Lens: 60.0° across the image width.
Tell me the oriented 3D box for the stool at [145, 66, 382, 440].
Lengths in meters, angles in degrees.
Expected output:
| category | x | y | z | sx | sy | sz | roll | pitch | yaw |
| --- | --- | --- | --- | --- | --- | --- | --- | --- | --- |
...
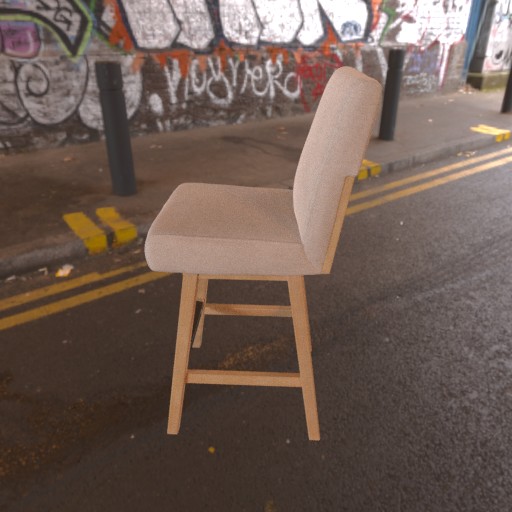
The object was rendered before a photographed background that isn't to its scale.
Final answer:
| category | x | y | z | sx | sy | sz | roll | pitch | yaw |
| --- | --- | --- | --- | --- | --- | --- | --- | --- | --- |
| stool | 0.000 | 0.000 | 1.306 | 0.543 | 1.015 | 0.446 | 1 | 27 | 3 |
